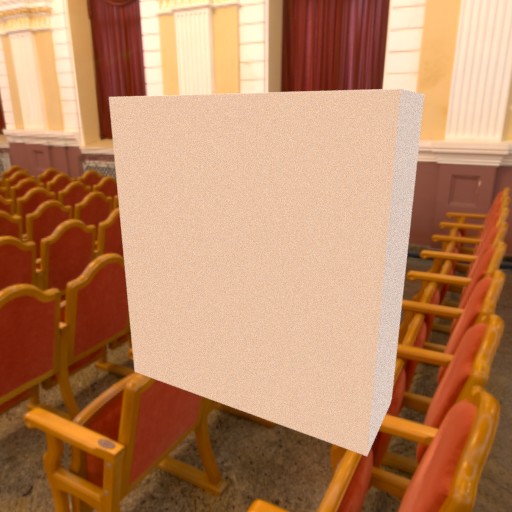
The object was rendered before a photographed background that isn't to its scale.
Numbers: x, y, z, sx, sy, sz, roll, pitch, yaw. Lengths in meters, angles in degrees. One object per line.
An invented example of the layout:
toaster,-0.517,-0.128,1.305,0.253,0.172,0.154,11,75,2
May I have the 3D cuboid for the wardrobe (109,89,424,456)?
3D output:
wardrobe,0.000,0.000,2.968,1.830,2.020,0.600,10,20,28
